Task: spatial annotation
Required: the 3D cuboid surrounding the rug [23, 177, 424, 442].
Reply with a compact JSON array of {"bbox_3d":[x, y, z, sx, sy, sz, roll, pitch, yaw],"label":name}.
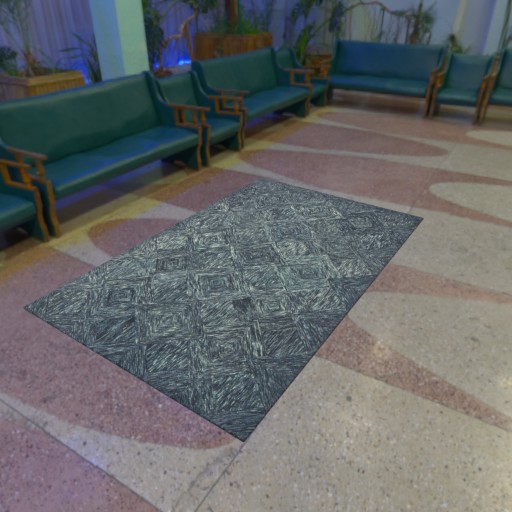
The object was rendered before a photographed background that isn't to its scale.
[{"bbox_3d":[0.000,0.000,2.877,1.478,0.017,2.330,19,36,29],"label":"rug"}]
